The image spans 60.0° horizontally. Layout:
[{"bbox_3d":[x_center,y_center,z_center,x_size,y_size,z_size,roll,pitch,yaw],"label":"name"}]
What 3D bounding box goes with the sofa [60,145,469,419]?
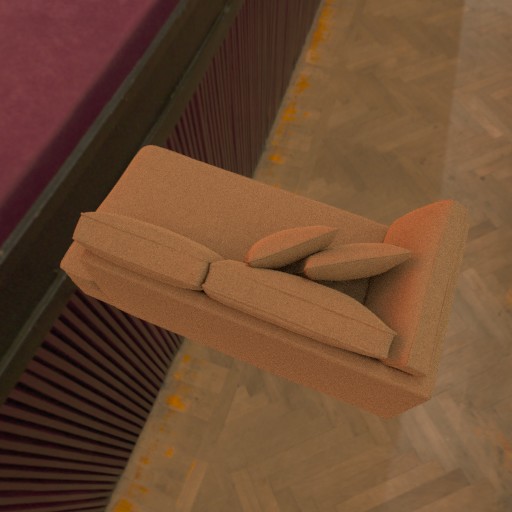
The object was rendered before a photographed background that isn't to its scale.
[{"bbox_3d":[0.000,0.000,2.779,2.237,1.033,1.110,20,65,10],"label":"sofa"}]
